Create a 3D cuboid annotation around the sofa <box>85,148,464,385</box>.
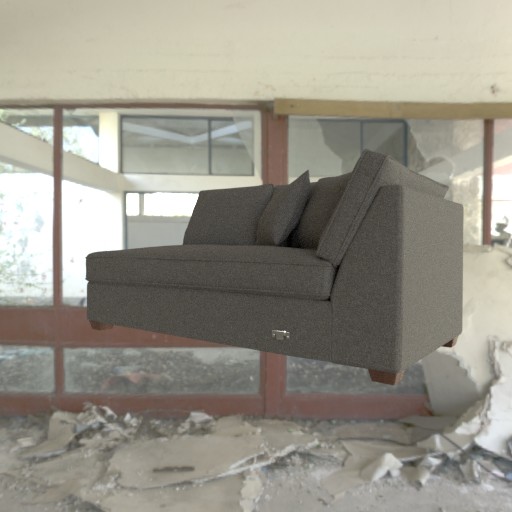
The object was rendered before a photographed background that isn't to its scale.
[{"bbox_3d":[0.000,0.000,2.839,2.237,1.033,1.110,1,2,37],"label":"sofa"}]
